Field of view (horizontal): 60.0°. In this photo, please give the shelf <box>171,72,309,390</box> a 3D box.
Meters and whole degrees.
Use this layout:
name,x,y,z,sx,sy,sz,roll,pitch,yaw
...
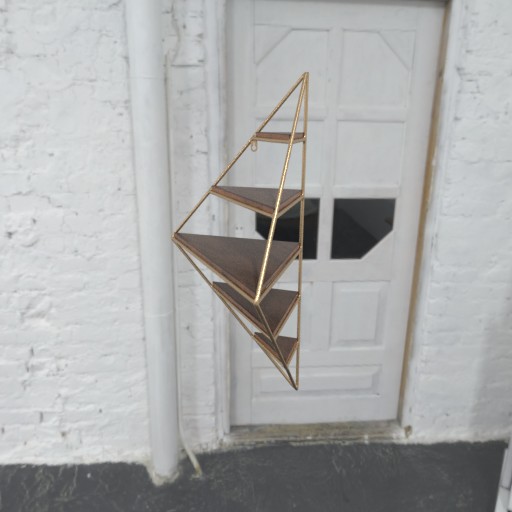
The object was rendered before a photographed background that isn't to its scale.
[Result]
name,x,y,z,sx,sy,sz,roll,pitch,yaw
shelf,0.000,0.000,1.173,0.294,0.913,0.564,-9,20,-26
